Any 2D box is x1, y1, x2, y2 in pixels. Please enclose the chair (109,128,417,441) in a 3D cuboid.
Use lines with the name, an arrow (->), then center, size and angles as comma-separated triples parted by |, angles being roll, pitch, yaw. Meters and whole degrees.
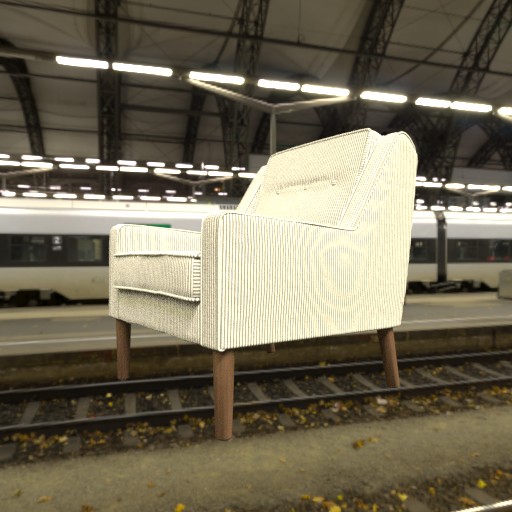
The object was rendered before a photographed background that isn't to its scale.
chair -> 0.000, 0.000, 1.381 | 0.743, 0.792, 0.663 | 0, 0, -38
